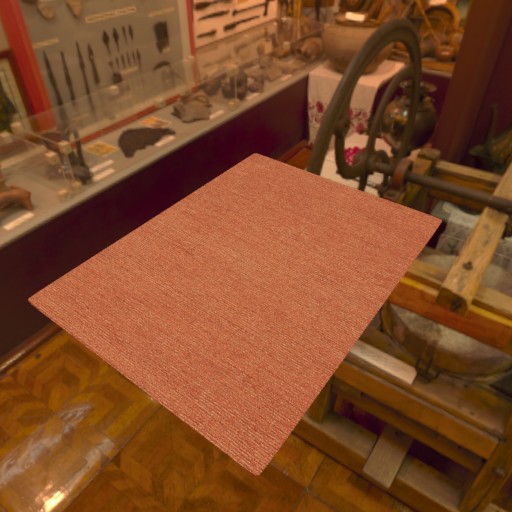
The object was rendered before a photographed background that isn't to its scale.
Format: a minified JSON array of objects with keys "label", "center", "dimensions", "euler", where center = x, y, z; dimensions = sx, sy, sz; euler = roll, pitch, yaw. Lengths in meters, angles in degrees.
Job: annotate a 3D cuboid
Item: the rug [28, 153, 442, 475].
[{"label":"rug","center":[0.000,0.000,2.724],"dimensions":[1.594,0.009,2.112],"euler":[26,47,27]}]
